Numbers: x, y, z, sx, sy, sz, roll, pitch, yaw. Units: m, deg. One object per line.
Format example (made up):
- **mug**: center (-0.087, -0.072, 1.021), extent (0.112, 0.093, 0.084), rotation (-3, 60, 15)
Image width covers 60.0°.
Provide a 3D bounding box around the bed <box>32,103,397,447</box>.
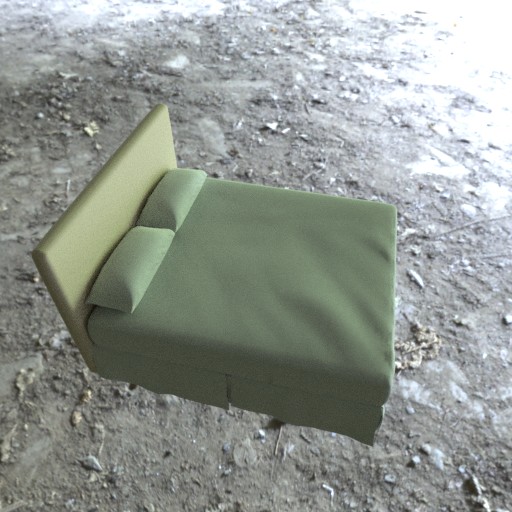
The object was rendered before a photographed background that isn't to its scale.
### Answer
- **bed**: center (0.000, 0.000, 3.302), extent (2.142, 1.330, 1.884), rotation (10, 46, 9)
